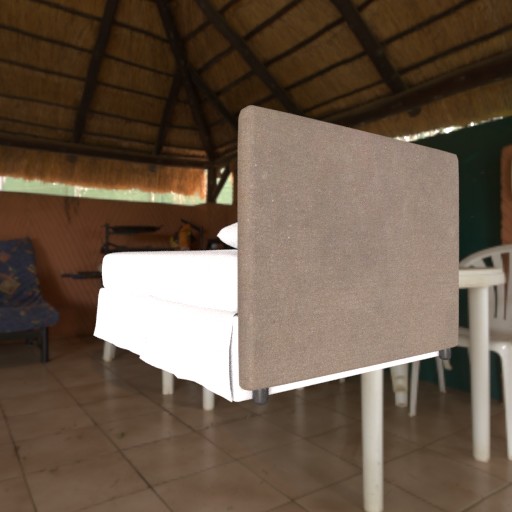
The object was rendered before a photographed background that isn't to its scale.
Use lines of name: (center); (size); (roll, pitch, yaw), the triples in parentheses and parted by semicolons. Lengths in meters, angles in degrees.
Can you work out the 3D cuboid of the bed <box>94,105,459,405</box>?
bed: (0.000, 0.000, 3.204); (1.723, 1.330, 2.142); (0, 0, -36)
